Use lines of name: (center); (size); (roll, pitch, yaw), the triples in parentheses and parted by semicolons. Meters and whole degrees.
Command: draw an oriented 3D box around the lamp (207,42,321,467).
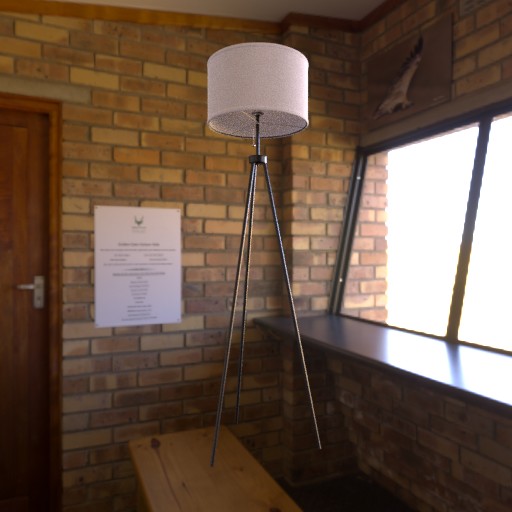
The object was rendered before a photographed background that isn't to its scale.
lamp: (0.000, 0.000, 1.782); (0.448, 1.545, 0.458); (0, 0, 34)
